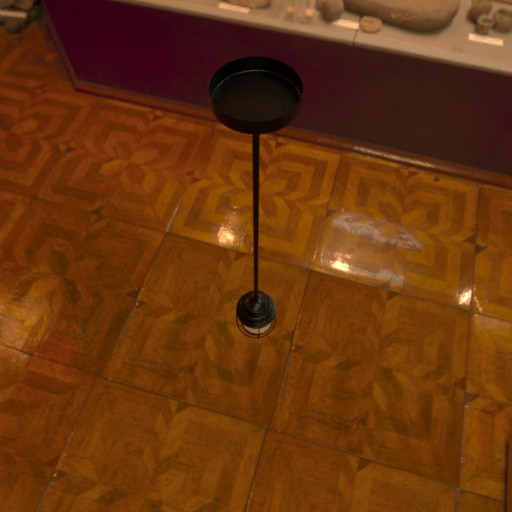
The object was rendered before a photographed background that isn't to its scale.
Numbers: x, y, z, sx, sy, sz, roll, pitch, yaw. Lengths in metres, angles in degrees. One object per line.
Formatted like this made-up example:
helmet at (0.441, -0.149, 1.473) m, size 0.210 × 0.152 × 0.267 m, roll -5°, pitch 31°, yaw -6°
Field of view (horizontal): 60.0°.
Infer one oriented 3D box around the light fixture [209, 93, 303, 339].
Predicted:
light fixture at (0.000, 0.000, 0.984) m, size 0.123 × 0.920 × 0.123 m, roll 16°, pitch 63°, yaw 9°
